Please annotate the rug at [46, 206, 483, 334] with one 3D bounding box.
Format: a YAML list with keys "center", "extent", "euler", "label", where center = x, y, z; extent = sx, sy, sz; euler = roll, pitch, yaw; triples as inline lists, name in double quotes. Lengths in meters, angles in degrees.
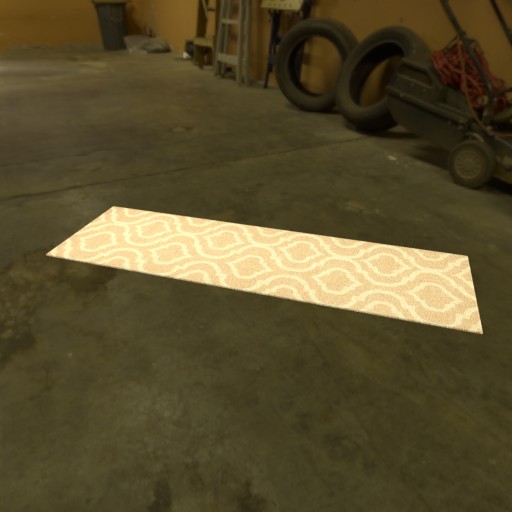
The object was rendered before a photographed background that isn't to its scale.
- center: [0.000, 0.000, 2.511]
  extent: [2.289, 0.013, 0.691]
  euler: [9, 32, 15]
  label: "rug"
